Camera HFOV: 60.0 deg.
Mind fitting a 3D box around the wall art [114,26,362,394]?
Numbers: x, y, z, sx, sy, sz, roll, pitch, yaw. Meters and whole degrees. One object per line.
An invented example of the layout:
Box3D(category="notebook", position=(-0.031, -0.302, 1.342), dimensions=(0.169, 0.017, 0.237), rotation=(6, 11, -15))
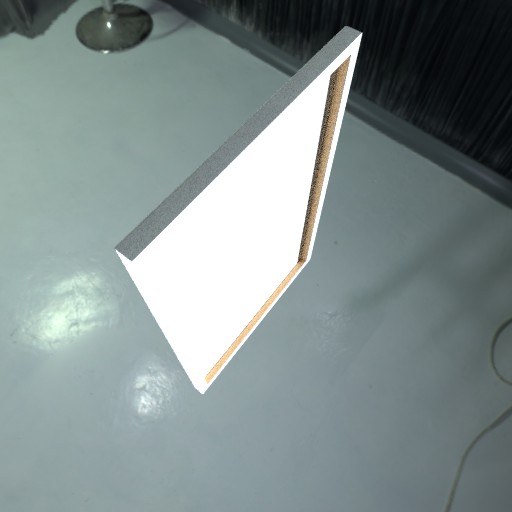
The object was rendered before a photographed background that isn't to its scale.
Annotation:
Box3D(category="wall art", position=(0.000, 0.000, 1.124), dimensions=(0.038, 0.912, 0.607), rotation=(34, 67, 17))
